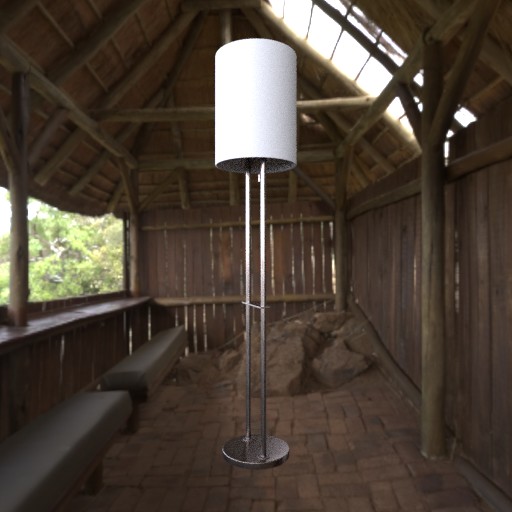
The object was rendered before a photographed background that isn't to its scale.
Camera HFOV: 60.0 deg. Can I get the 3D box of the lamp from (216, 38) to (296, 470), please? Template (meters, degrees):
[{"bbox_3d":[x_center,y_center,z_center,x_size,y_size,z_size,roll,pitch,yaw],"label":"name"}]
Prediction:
[{"bbox_3d":[0.000,0.000,1.679,0.305,1.500,0.306,0,0,-20],"label":"lamp"}]
